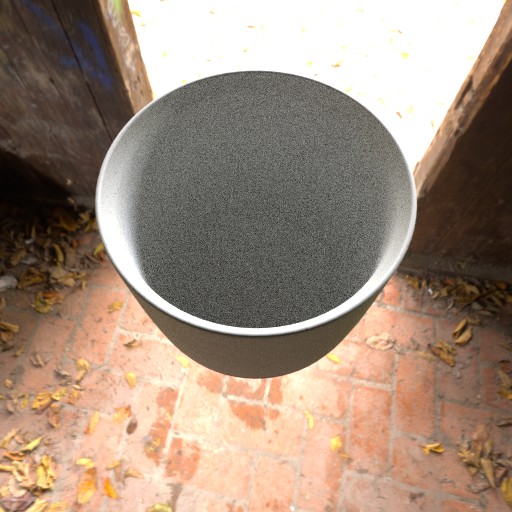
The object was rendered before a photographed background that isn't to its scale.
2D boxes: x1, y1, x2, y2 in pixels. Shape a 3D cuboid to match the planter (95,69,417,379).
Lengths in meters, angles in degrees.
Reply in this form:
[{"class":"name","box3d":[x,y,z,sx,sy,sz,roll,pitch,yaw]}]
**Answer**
[{"class":"planter","box3d":[0.000,0.000,0.379,0.204,0.214,0.204,0,64,0]}]
